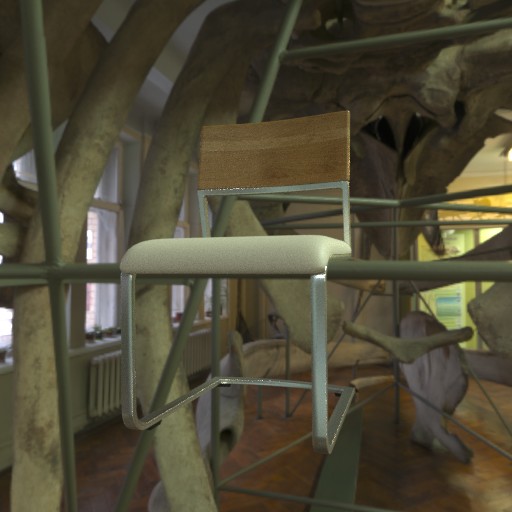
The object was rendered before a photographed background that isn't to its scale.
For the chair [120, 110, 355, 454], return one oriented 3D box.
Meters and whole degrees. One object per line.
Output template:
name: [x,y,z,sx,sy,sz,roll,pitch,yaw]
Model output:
chair: [0.000,0.000,1.185,0.467,0.844,0.585,-1,-2,18]
